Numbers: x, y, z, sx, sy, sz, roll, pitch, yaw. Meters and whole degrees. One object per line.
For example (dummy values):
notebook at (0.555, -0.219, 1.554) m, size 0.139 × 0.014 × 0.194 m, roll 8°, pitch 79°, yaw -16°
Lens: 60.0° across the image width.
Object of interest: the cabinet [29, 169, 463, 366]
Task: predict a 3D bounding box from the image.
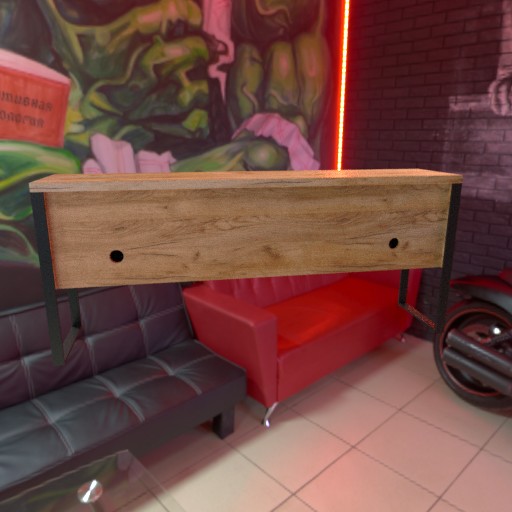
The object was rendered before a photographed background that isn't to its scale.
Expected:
cabinet at (0.000, 0.000, 2.102) m, size 1.800 × 0.762 × 0.395 m, roll -3°, pitch 16°, yaw -10°
